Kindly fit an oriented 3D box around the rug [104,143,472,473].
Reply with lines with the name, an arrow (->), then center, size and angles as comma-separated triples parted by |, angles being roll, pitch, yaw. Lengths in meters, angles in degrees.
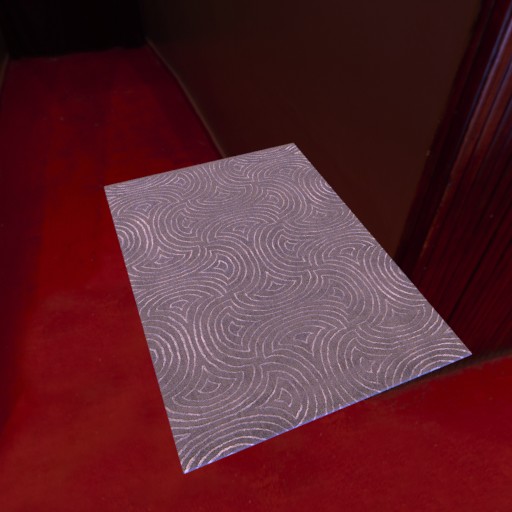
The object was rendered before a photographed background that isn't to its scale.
rug -> 0.000, 0.000, 2.780 | 1.543, 0.015, 2.144 | -16, 49, -15
